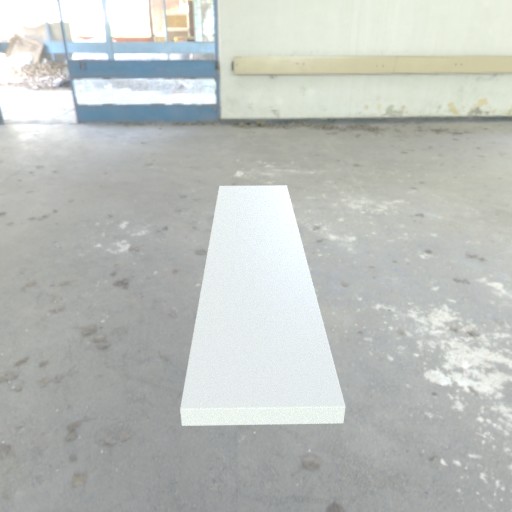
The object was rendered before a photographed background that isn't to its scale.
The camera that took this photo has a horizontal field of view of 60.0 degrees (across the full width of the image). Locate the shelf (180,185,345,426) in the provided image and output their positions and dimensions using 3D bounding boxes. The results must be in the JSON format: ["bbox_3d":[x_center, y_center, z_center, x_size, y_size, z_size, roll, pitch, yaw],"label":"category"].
[{"bbox_3d":[0.000,0.000,0.650,0.140,0.020,0.610,-1,27,-1],"label":"shelf"}]
